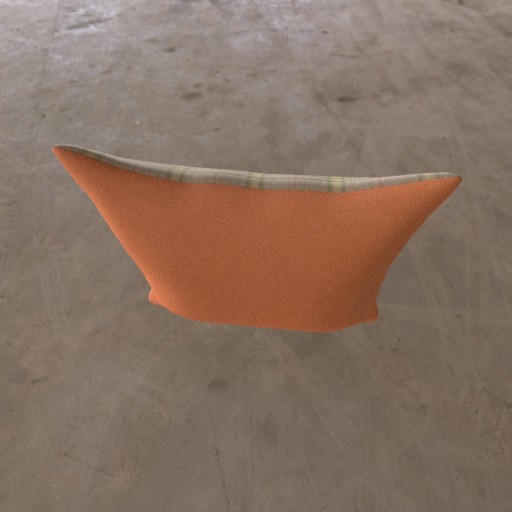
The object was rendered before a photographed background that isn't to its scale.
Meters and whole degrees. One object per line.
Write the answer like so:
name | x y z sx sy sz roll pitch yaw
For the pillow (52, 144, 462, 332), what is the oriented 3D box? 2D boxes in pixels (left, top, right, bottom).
pillow | 0.000 0.000 0.679 0.453 0.430 0.200 5 47 5
